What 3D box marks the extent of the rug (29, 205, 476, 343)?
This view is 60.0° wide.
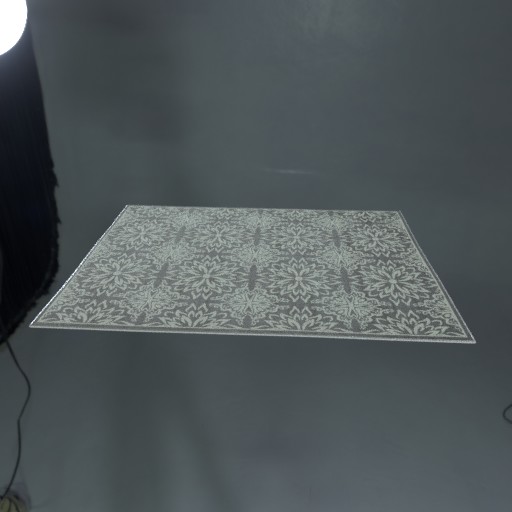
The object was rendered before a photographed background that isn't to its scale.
[{"bbox_3d":[0.000,0.000,2.887,2.213,0.014,1.608,2,29,3],"label":"rug"}]
